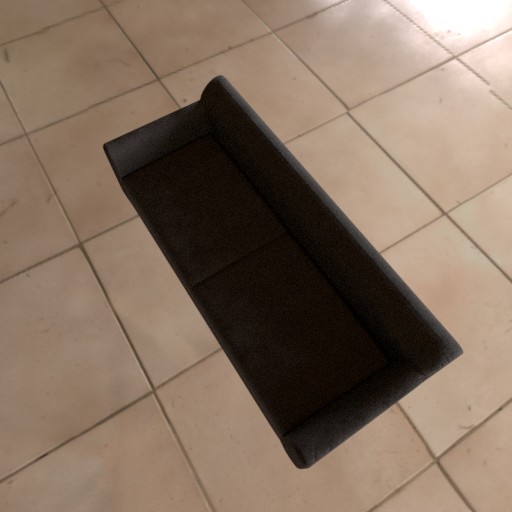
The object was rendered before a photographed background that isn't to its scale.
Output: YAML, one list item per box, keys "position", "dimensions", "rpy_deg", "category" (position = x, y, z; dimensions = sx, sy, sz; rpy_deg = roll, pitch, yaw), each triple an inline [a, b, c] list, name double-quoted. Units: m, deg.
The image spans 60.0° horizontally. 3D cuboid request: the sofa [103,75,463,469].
- position: [0.000, 0.000, 2.655]
  dimensions: [0.900, 0.740, 2.190]
  rpy_deg: [-30, 67, -14]
  category: "sofa"
